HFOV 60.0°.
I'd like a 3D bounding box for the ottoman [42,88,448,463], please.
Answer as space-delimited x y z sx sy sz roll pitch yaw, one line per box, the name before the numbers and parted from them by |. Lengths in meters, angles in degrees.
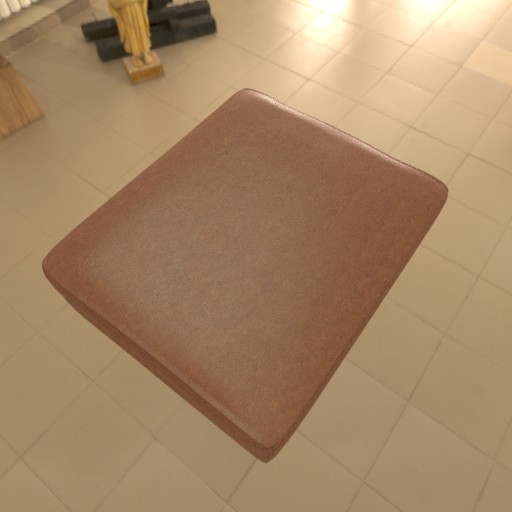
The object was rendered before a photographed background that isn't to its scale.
ottoman | 0.000 0.000 1.463 0.836 0.472 0.987 32 64 18
